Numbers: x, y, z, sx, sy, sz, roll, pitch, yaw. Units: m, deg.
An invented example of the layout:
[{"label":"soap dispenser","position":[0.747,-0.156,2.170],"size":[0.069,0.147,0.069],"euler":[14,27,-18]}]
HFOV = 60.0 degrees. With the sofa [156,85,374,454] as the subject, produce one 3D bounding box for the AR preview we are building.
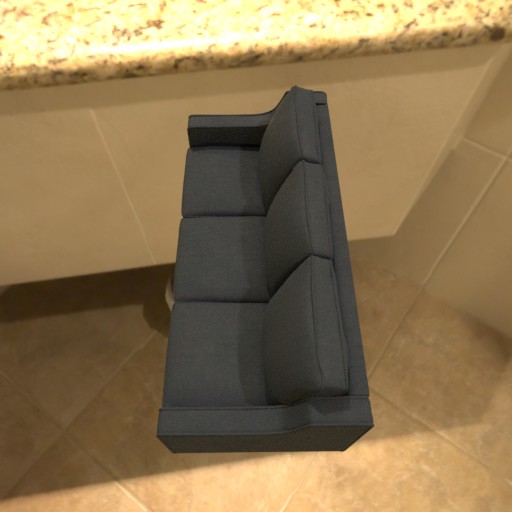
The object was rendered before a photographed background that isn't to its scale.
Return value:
[{"label":"sofa","position":[0.000,0.000,2.528],"size":[0.911,0.974,1.986],"euler":[-1,58,0]}]
